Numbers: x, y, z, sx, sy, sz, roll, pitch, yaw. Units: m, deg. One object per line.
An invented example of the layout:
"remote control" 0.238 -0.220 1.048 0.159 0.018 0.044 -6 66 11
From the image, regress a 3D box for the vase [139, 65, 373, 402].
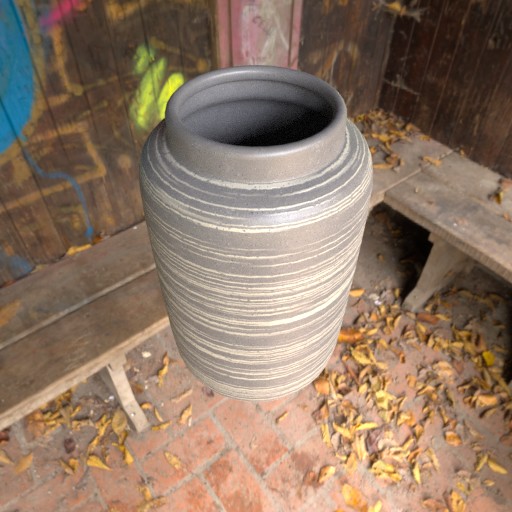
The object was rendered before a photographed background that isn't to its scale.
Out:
"vase" 0.000 0.000 0.675 0.297 0.499 0.297 0 46 0
